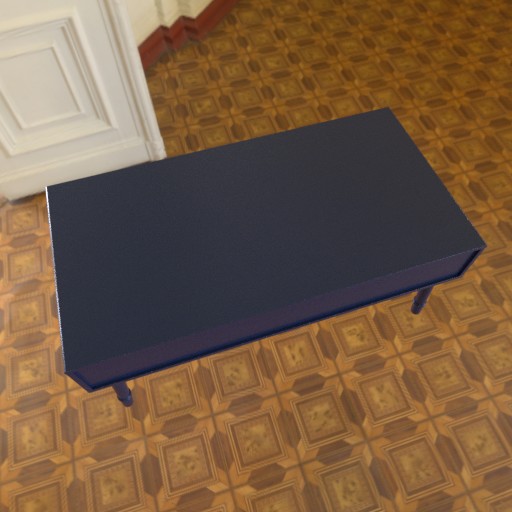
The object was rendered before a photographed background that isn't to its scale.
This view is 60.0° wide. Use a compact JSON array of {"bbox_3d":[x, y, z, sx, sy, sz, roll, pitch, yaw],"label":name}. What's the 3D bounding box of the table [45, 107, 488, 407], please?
[{"bbox_3d":[0.000,0.000,1.384,1.067,0.457,0.572,-16,60,-9],"label":"table"}]
